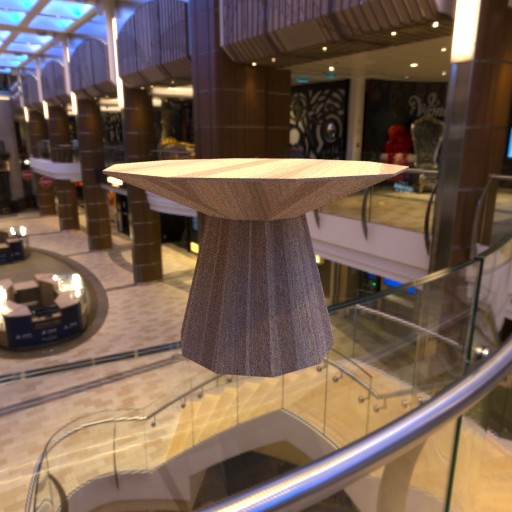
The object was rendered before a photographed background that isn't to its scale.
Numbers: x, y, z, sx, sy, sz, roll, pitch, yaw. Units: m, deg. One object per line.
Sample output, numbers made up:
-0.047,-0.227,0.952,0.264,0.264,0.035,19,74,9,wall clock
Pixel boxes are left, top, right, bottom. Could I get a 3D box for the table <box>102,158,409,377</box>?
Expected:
0.000,0.000,1.875,1.186,0.752,1.186,0,15,0,table
